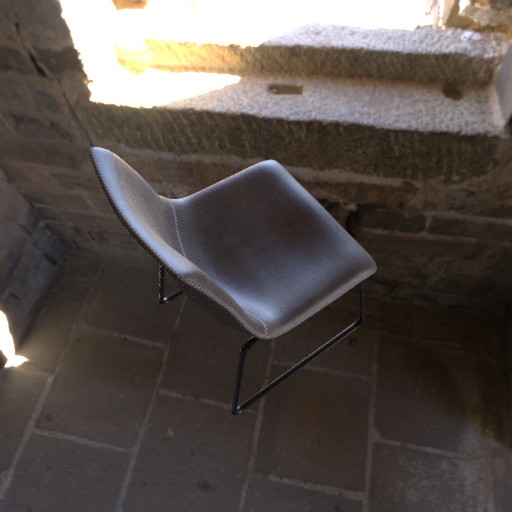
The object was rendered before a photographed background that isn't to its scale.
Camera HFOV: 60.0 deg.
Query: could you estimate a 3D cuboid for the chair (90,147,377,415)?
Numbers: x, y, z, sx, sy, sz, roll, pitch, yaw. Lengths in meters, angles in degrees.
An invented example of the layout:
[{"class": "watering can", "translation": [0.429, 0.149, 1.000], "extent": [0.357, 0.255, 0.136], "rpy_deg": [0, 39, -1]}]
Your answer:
[{"class": "chair", "translation": [0.000, 0.000, 1.140], "extent": [0.550, 0.780, 0.460], "rpy_deg": [-31, 64, -17]}]
